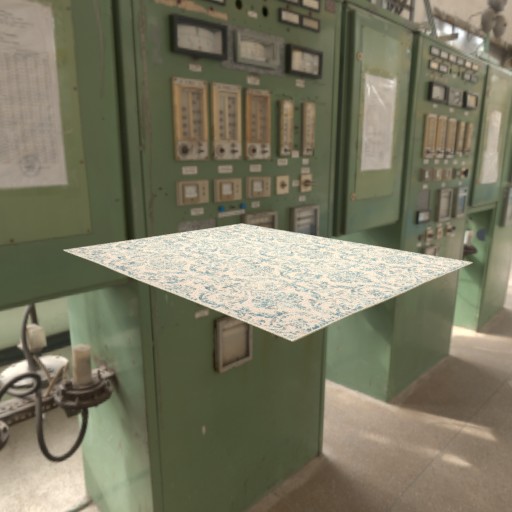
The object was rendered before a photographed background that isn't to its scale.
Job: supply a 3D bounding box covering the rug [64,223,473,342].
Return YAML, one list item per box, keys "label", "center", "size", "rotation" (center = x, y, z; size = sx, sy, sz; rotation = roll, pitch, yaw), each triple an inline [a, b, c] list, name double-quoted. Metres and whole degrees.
- label: "rug"
  center: [0.000, 0.000, 4.091]
  size: [2.363, 0.012, 2.980]
  rotation: [-12, 18, -43]
